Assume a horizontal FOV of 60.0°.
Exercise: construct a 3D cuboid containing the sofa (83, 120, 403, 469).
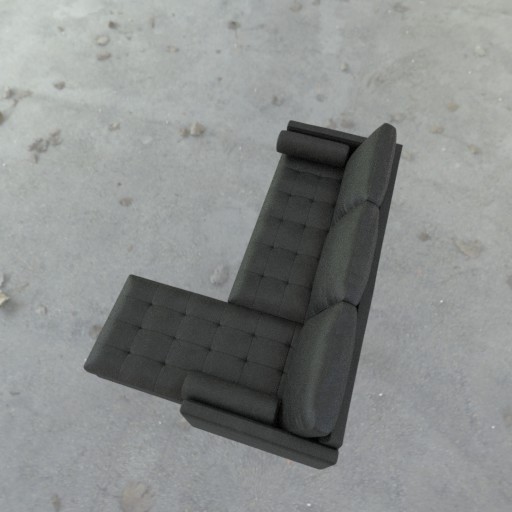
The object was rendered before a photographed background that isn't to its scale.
[{"bbox_3d":[0.000,0.000,2.905,1.497,0.876,2.178,15,62,8],"label":"sofa"}]
